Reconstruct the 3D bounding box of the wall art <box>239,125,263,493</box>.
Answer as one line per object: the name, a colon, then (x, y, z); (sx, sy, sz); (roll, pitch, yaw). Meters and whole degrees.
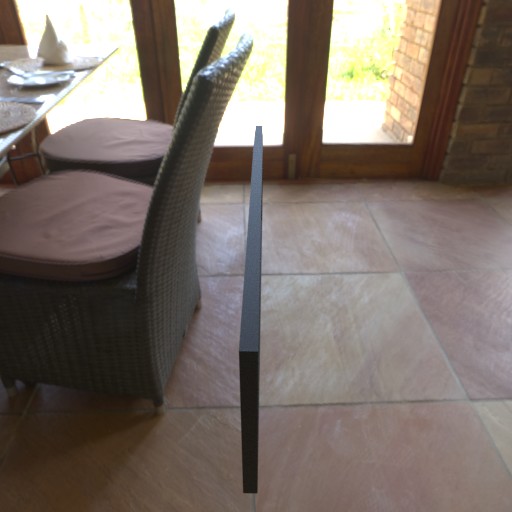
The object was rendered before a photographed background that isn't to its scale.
wall art: (0.000, 0.000, 1.743); (0.041, 0.554, 1.572); (1, 33, 1)
